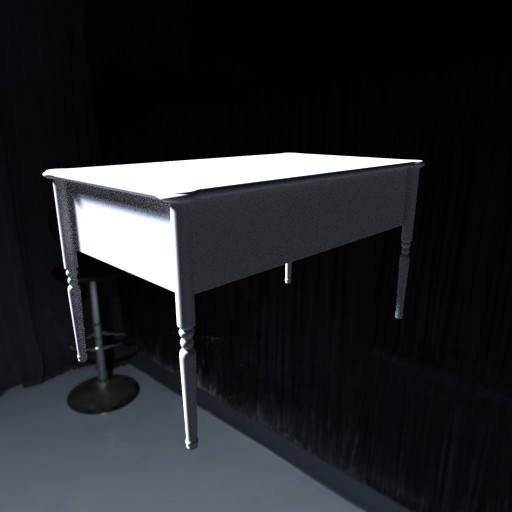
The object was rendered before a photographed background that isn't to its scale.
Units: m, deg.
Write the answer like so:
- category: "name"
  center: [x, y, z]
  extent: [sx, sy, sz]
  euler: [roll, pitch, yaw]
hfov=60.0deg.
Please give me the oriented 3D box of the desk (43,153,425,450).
- category: "desk"
  center: [0.000, 0.000, 1.880]
  extent: [0.807, 0.762, 1.380]
  euler: [16, 23, 42]
